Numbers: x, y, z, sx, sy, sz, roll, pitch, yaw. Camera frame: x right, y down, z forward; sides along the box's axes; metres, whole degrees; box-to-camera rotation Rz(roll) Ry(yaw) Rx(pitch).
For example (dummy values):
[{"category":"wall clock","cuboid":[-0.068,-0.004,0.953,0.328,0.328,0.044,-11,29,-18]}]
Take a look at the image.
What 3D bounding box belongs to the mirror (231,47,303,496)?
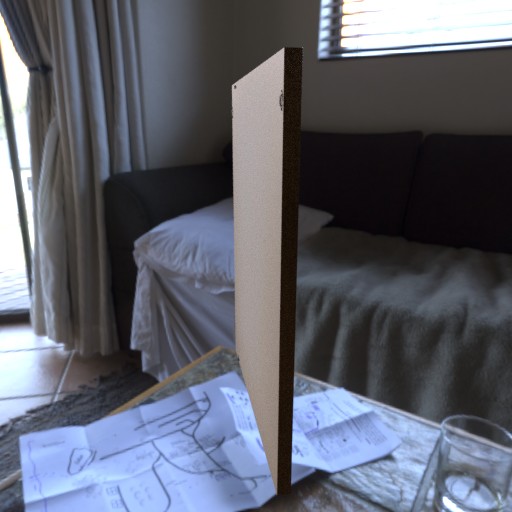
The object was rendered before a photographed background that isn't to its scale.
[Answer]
[{"category":"mirror","cuboid":[0.000,0.000,1.317,0.040,1.016,0.762,-3,16,-10]}]
